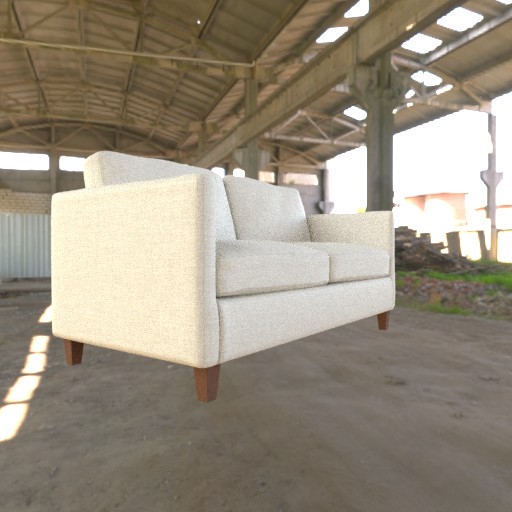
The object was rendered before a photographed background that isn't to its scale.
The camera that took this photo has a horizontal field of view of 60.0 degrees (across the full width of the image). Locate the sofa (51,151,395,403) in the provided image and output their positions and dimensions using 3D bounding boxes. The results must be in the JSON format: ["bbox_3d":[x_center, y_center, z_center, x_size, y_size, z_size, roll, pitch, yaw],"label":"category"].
[{"bbox_3d":[0.000,0.000,2.424,0.950,0.963,1.838,1,1,36],"label":"sofa"}]
